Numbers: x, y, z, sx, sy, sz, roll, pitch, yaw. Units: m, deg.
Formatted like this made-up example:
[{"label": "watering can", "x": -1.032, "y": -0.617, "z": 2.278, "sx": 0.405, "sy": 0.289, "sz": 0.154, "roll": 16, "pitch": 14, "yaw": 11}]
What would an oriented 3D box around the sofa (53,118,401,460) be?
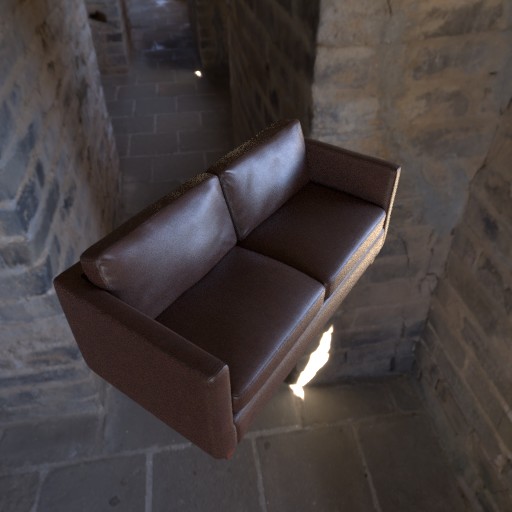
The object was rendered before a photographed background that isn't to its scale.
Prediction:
[{"label": "sofa", "x": 0.000, "y": 0.000, "z": 2.520, "sx": 0.951, "sy": 0.933, "sz": 1.883, "roll": 24, "pitch": 46, "yaw": 25}]
